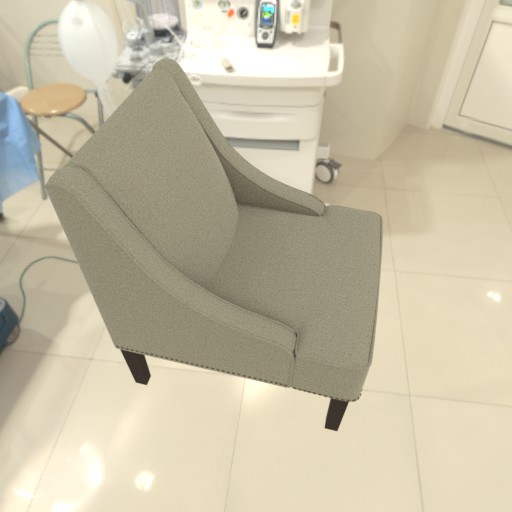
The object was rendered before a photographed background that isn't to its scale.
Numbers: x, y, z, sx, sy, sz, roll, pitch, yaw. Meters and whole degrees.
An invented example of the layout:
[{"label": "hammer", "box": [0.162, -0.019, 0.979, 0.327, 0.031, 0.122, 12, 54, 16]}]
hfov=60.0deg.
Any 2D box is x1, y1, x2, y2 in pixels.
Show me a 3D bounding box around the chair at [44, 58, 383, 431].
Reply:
[{"label": "chair", "box": [0.000, 0.000, 1.325, 0.737, 0.864, 0.610, 10, 48, 9]}]
